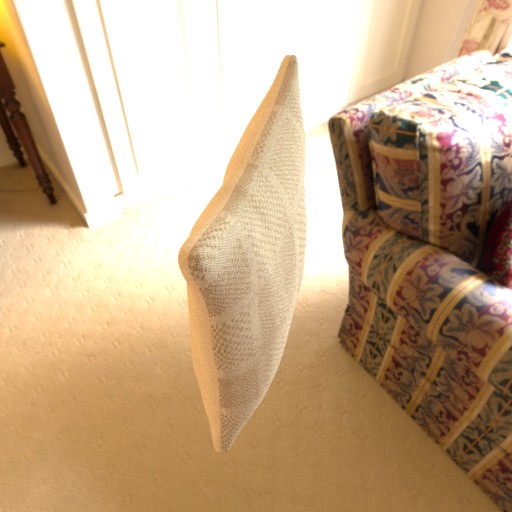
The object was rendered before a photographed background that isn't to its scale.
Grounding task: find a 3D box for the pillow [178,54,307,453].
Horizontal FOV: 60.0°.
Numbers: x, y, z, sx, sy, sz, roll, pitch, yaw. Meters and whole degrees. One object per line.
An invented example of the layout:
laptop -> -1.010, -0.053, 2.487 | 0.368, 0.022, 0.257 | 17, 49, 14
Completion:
pillow -> 0.000, 0.000, 0.667 | 0.138, 0.432, 0.436 | 11, 47, 10
